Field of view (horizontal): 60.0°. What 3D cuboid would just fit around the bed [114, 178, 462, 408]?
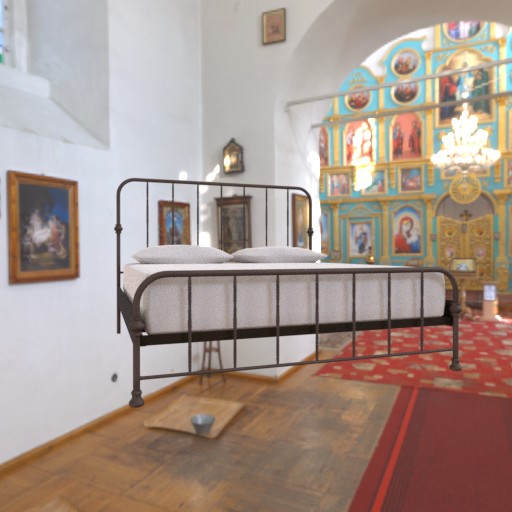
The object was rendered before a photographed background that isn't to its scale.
[{"bbox_3d":[0.000,0.000,3.457,2.044,1.446,2.134,0,1,-20],"label":"bed"}]
